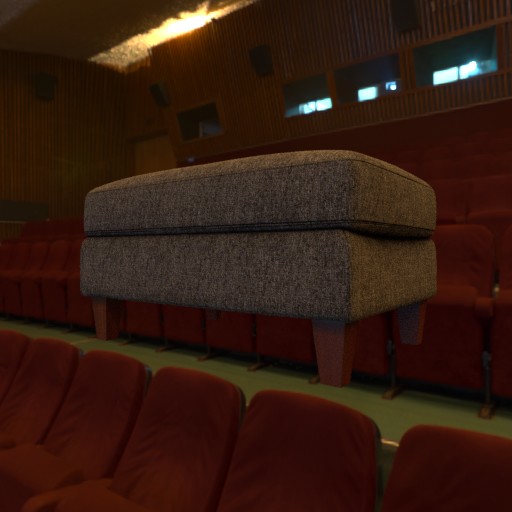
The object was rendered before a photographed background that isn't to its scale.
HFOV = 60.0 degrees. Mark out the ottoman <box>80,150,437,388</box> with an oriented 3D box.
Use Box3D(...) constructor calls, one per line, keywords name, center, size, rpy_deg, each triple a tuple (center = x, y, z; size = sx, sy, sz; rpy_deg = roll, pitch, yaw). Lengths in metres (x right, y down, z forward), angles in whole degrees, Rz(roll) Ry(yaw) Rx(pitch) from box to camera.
Box3D(name="ottoman", center=(0.000, 0.000, 1.257), size=(0.864, 0.483, 0.584), rpy_deg=(1, 1, 37))
